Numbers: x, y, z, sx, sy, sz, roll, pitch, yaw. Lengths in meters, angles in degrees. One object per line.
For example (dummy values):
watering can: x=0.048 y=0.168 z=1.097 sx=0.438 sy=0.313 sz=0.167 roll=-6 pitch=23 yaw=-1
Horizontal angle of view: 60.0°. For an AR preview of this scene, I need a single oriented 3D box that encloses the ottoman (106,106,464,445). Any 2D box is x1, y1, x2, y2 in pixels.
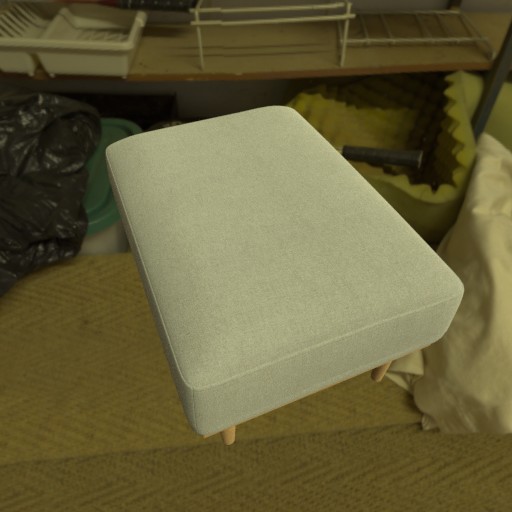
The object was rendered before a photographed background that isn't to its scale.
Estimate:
ottoman: x=0.000 y=0.000 z=1.071 sx=0.549 sy=0.428 sz=0.749 roll=-17 pitch=49 yaw=-16
